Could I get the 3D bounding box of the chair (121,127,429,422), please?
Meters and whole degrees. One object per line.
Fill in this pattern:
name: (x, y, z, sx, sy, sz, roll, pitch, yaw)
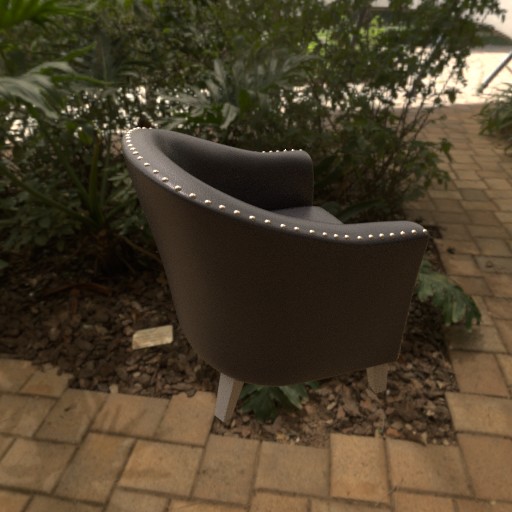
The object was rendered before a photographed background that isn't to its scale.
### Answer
chair: (0.000, 0.000, 1.470, 0.748, 0.823, 0.794, -10, 31, -17)
